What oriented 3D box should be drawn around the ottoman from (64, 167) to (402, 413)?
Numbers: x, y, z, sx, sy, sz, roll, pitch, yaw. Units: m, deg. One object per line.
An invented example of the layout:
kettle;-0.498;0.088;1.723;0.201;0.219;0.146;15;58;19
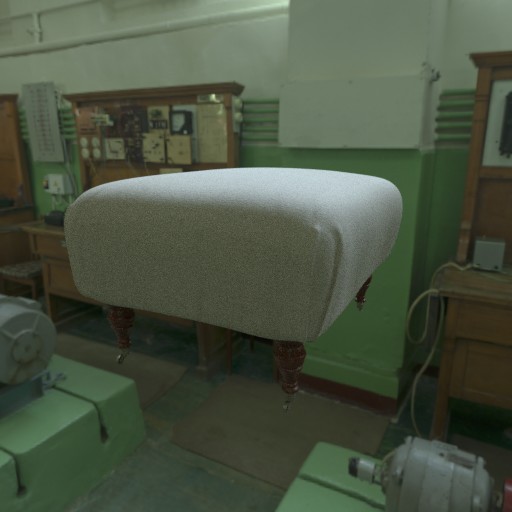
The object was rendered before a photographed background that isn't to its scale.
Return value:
ottoman;0.000;0.000;1.172;0.639;0.450;0.746;7;16;26
